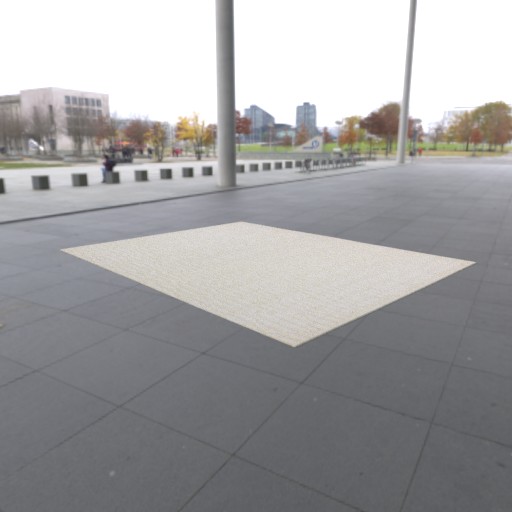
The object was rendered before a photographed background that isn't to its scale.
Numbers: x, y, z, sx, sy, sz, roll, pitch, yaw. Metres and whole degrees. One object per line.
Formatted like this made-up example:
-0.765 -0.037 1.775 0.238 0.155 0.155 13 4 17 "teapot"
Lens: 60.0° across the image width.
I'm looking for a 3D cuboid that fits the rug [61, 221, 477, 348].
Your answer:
0.000 0.000 4.112 2.410 0.021 3.055 -13 19 -43 "rug"
